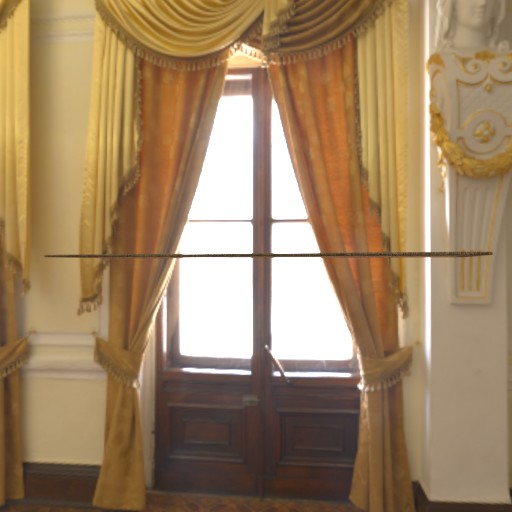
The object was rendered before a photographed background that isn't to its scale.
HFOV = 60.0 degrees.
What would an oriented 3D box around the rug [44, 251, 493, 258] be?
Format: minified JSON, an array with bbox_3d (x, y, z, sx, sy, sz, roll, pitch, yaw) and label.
[{"bbox_3d":[0.000,0.000,2.657,2.413,0.016,0.810,0,-1,18],"label":"rug"}]
